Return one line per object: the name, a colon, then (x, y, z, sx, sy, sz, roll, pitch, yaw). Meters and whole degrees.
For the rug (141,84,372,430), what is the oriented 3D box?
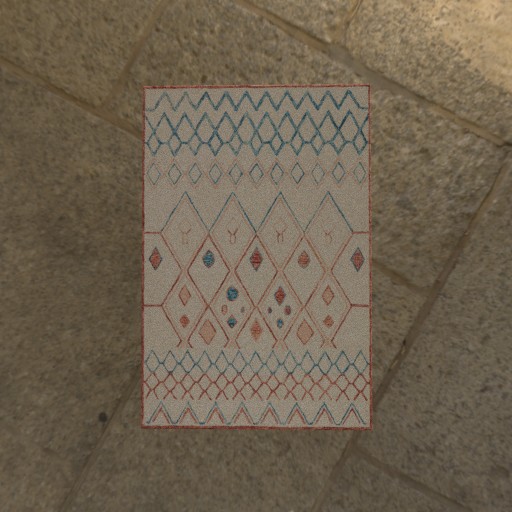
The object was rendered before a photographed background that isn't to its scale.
rug: (0.000, 0.000, 2.356, 1.219, 0.016, 1.829, 0, 89, 1)
